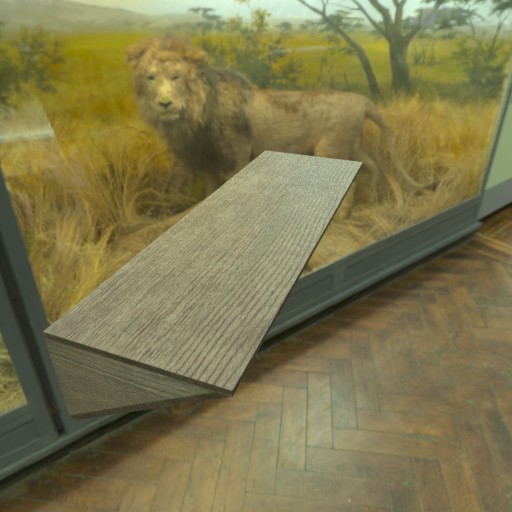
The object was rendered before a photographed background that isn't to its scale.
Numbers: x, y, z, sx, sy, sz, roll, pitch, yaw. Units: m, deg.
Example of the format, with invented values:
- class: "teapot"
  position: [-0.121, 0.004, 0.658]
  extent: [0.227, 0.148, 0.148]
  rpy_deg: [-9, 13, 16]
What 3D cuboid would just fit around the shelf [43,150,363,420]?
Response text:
- class: "shelf"
  position: [0.000, 0.000, 0.670]
  extent: [0.200, 0.125, 0.610]
  rpy_deg: [11, 33, 18]
